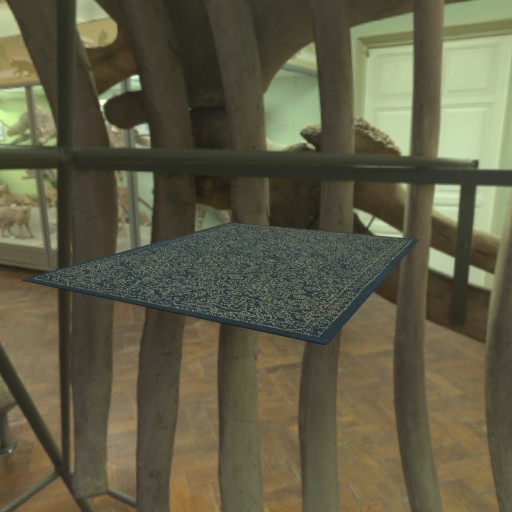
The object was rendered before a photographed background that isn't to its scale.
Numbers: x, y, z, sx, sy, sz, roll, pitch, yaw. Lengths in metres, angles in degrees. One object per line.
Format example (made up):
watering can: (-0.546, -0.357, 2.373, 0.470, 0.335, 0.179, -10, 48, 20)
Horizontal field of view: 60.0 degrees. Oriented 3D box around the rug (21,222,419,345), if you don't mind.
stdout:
rug: (0.000, 0.000, 4.115, 2.438, 0.010, 3.048, 7, 15, 27)
